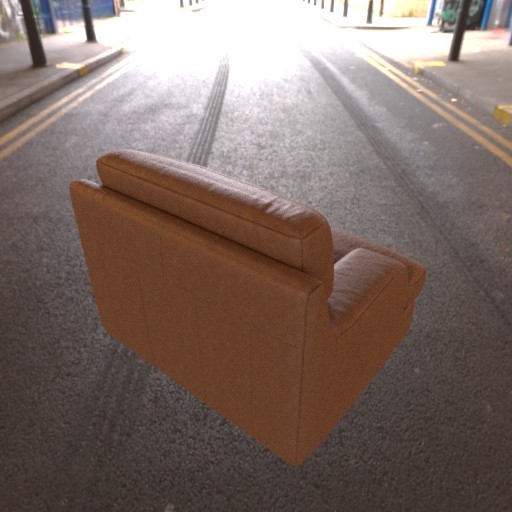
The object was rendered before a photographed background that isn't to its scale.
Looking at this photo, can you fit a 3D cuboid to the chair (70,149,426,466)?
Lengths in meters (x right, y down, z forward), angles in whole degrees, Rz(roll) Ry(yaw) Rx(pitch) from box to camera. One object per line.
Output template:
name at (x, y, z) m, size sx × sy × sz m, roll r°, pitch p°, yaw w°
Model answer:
chair at (0.000, 0.000, 2.013) m, size 1.276 × 0.978 × 1.050 m, roll 24°, pitch 39°, yaw 32°
